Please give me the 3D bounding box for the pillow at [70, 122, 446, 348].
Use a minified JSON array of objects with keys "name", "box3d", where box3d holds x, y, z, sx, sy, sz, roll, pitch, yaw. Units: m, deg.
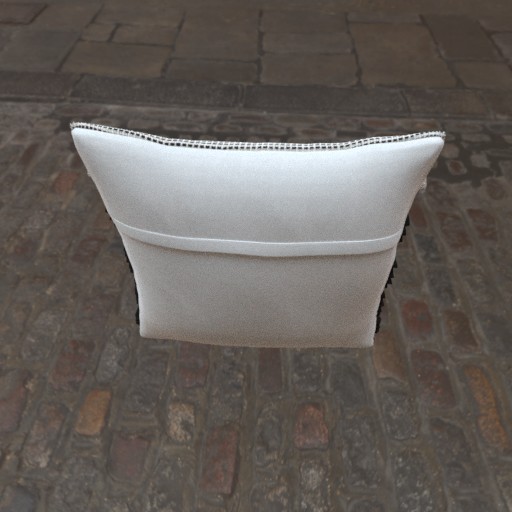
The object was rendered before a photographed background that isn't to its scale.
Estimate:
[{"name":"pillow","box3d":[0.000,0.000,0.666,0.436,0.438,0.156,2,47,2]}]
